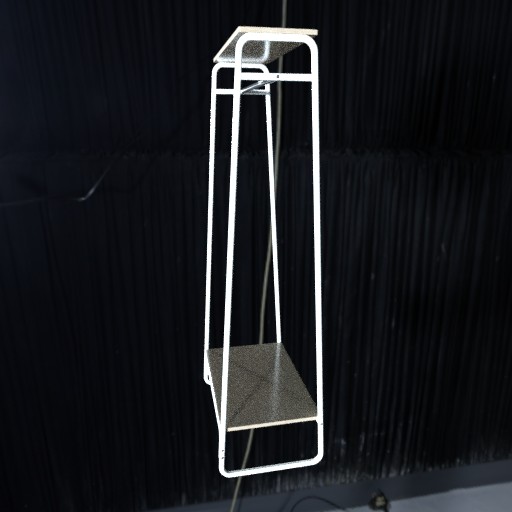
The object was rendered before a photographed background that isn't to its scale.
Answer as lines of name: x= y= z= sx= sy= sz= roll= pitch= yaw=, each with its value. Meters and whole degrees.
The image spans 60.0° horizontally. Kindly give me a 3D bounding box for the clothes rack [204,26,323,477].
clothes rack: x=0.000 y=0.000 z=1.751 sx=0.400 sy=1.512 sz=0.640 roll=-3 pitch=17 yaw=-11
